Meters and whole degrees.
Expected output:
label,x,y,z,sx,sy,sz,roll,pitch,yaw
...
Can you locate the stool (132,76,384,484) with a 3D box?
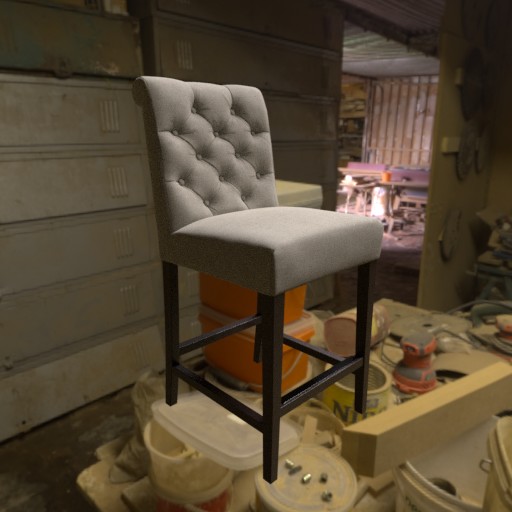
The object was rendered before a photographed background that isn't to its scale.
label,x,y,z,sx,sy,sz,roll,pitch,yaw
stool,0.000,0.000,1.363,0.493,1.040,0.601,-15,21,-42
